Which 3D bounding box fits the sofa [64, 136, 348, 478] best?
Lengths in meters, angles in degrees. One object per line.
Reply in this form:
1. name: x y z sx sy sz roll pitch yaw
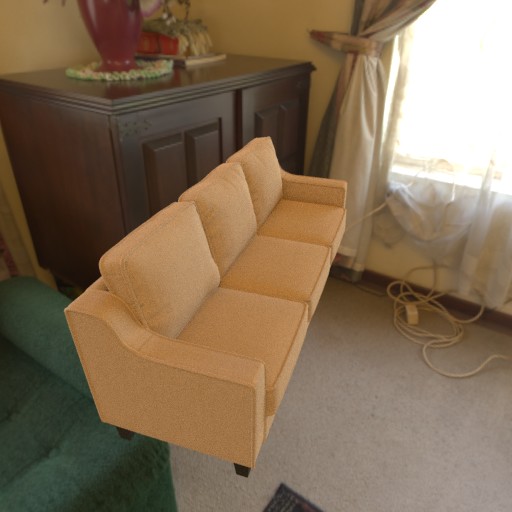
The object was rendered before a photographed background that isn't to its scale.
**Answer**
1. sofa: 0.000 0.000 2.539 0.791 0.902 2.131 9 31 16
